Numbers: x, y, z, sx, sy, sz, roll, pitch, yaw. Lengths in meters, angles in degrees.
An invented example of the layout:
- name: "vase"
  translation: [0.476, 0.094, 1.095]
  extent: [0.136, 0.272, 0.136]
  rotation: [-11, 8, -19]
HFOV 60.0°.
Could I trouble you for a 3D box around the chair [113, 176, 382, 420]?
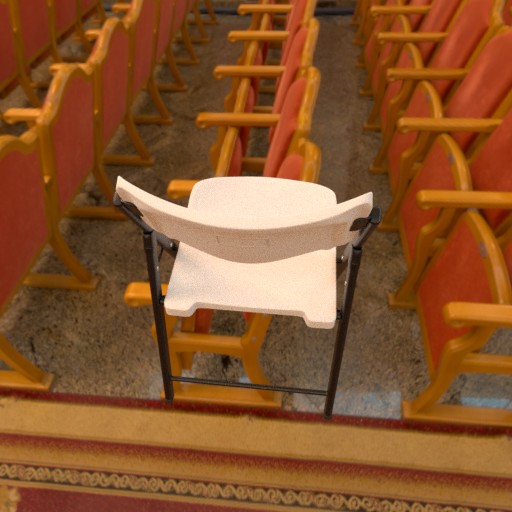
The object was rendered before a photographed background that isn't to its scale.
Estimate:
- name: "chair"
  translation: [0.000, 0.000, 1.139]
  extent: [0.482, 0.765, 0.577]
  rotation: [4, 45, 4]
